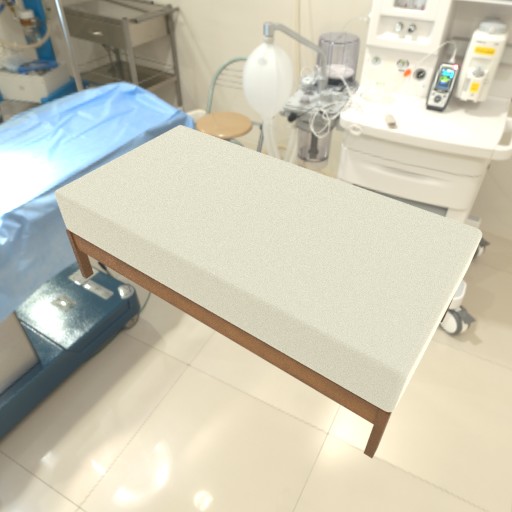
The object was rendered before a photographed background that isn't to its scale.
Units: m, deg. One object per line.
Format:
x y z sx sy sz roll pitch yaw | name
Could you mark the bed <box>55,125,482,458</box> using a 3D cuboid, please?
0.000 0.000 2.361 1.902 0.616 0.961 25 48 26 | bed
